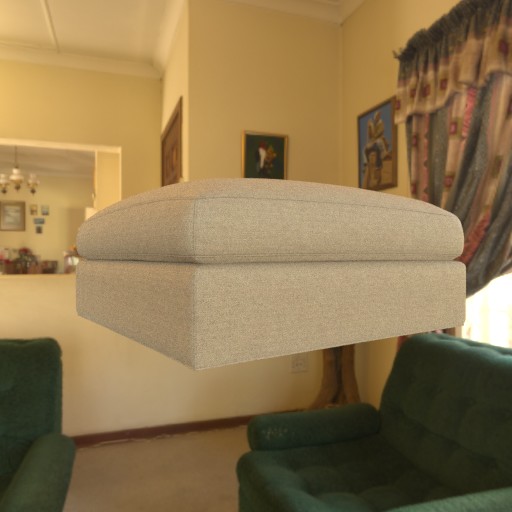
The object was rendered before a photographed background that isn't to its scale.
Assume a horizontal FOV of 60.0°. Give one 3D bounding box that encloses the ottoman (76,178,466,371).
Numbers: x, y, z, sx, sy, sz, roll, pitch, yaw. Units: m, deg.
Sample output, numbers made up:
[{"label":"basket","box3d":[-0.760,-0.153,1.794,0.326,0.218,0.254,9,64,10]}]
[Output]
[{"label":"ottoman","box3d":[0.000,0.000,1.614,1.041,0.470,1.041,0,0,-35]}]
